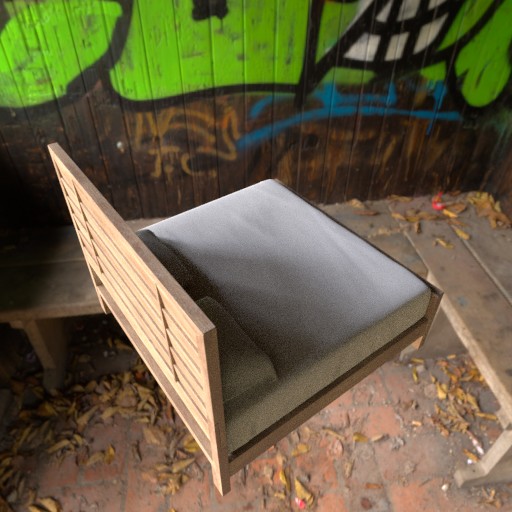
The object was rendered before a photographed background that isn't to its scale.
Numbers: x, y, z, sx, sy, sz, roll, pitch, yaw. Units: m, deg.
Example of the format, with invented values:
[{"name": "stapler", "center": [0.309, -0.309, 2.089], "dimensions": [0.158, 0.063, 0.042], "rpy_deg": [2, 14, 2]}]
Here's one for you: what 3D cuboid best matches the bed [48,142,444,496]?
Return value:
[{"name": "bed", "center": [0.000, 0.000, 3.378], "dimensions": [2.032, 1.626, 2.032], "rpy_deg": [-26, 47, -27]}]
